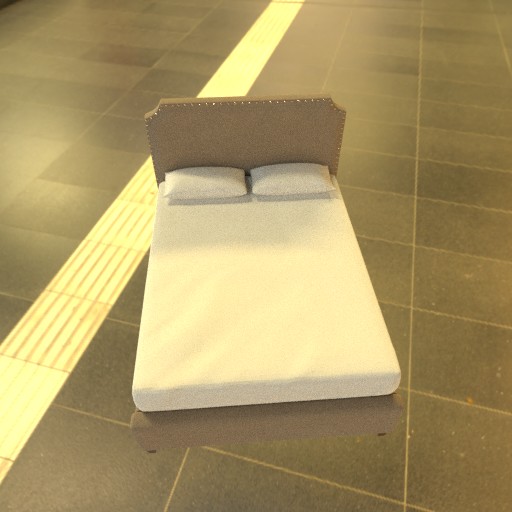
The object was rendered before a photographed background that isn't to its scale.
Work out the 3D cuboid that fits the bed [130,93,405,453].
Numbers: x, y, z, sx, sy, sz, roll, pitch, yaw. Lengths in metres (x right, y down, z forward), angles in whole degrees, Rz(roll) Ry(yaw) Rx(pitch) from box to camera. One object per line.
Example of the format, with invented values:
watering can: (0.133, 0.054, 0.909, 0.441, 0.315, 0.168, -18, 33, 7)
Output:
bed: (0.000, 0.000, 3.345, 1.703, 1.415, 2.329, -3, 46, -3)
